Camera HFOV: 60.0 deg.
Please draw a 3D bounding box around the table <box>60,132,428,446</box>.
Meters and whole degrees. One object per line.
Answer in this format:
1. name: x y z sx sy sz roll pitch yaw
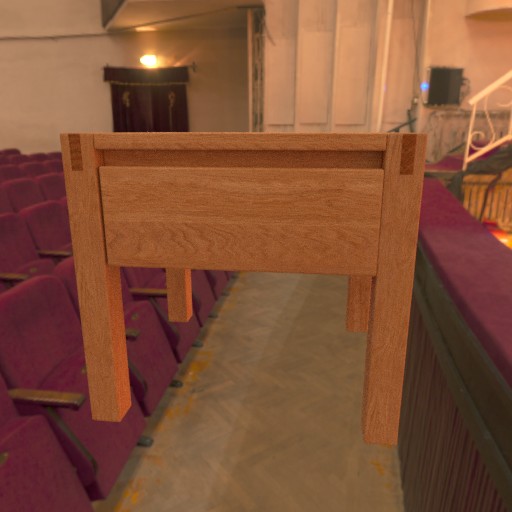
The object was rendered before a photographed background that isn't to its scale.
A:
1. table: 0.000 0.000 0.839 0.480 0.450 0.440 2 16 7
